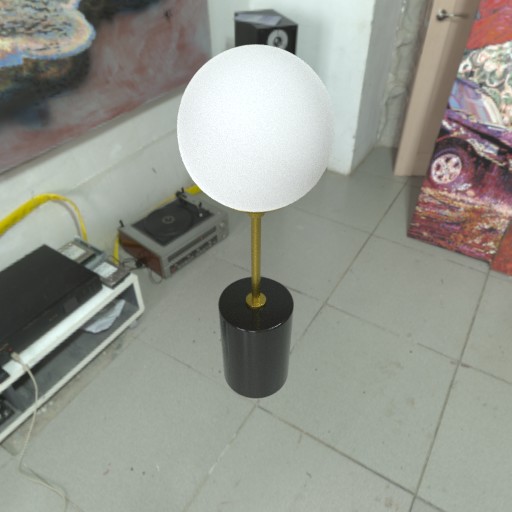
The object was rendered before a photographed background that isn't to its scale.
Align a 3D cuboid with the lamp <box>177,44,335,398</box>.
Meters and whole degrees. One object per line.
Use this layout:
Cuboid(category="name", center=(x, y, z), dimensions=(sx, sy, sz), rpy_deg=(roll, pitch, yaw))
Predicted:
Cuboid(category="lamp", center=(0.000, 0.000, 0.544), dimensions=(0.153, 0.480, 0.153), rpy_deg=(0, 41, 0))
